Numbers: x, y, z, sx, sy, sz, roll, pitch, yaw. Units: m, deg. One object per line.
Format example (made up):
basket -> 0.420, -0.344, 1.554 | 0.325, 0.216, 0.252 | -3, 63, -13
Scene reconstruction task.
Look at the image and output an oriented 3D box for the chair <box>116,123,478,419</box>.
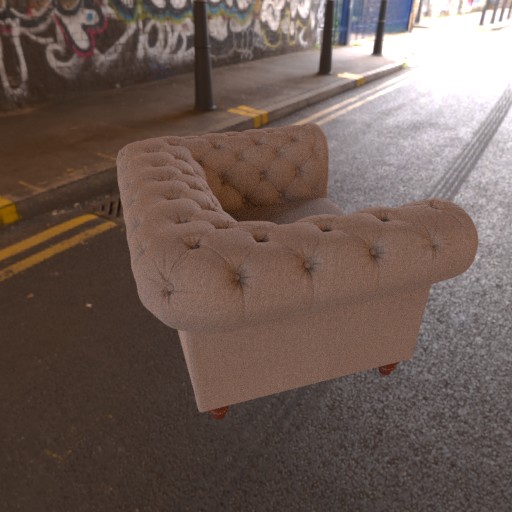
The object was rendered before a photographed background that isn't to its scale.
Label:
chair -> 0.000, 0.000, 1.806 | 0.976, 0.770, 1.270 | -9, 32, -16
